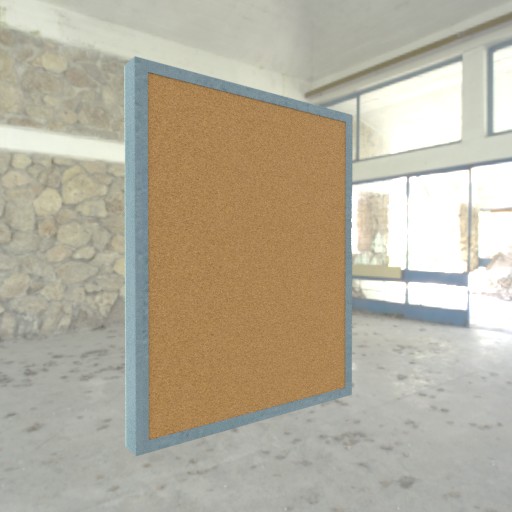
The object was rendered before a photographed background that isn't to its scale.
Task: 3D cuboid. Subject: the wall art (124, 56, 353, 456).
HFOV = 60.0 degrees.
[{"bbox_3d":[0.000,0.000,0.699,0.409,0.509,0.037,0,1,-36],"label":"wall art"}]
